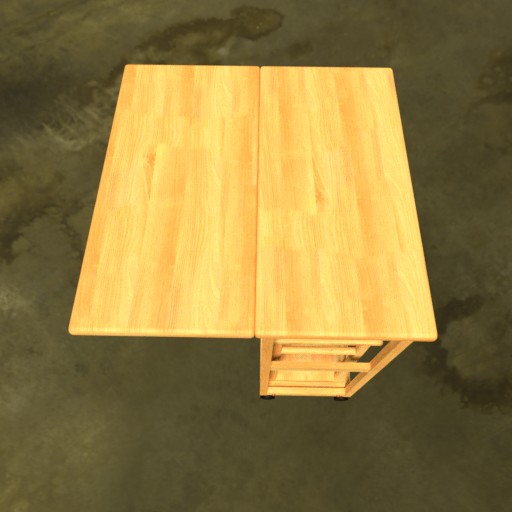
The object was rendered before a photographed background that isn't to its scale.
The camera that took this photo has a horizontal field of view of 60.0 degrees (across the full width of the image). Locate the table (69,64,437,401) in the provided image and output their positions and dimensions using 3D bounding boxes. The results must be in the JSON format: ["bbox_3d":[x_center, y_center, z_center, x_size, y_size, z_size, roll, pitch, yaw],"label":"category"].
[{"bbox_3d":[0.000,0.000,1.364,0.693,0.832,0.752,1,63,0],"label":"table"}]
